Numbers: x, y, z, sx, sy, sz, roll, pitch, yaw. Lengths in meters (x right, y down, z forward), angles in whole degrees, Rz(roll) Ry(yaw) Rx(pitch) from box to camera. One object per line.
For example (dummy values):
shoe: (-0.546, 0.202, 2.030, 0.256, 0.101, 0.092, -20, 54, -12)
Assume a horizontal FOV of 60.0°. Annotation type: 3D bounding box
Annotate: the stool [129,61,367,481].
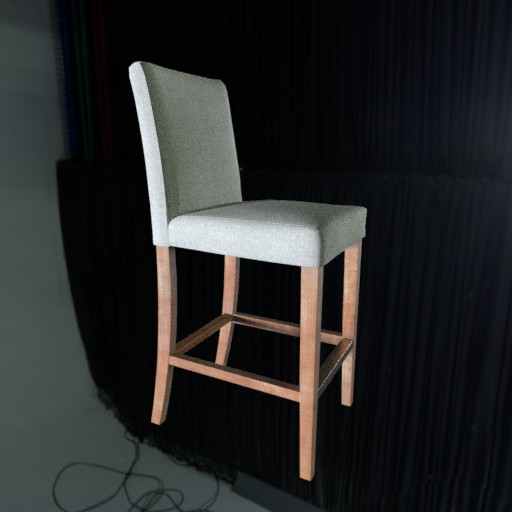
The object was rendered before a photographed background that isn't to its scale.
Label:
stool: (0.000, 0.000, 1.359, 0.570, 1.088, 0.439, 7, 16, 26)
